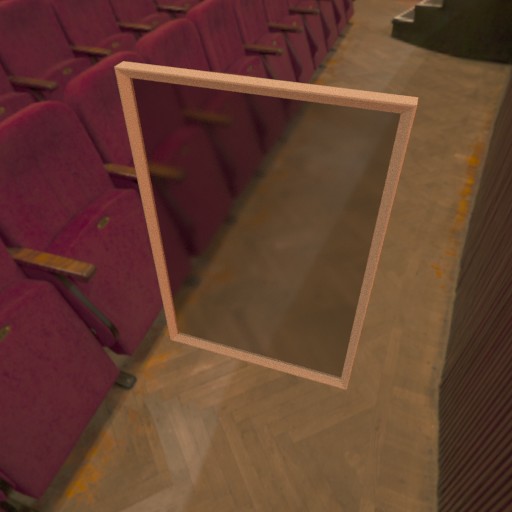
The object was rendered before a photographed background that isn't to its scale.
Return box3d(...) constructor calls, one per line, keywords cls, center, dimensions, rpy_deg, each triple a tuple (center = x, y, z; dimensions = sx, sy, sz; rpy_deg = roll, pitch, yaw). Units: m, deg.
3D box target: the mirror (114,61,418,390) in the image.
box3d(cls="mirror", center=(0.000, 0.000, 1.167), dimensions=(0.609, 0.915, 0.041), rpy_deg=(13, 43, 14))
